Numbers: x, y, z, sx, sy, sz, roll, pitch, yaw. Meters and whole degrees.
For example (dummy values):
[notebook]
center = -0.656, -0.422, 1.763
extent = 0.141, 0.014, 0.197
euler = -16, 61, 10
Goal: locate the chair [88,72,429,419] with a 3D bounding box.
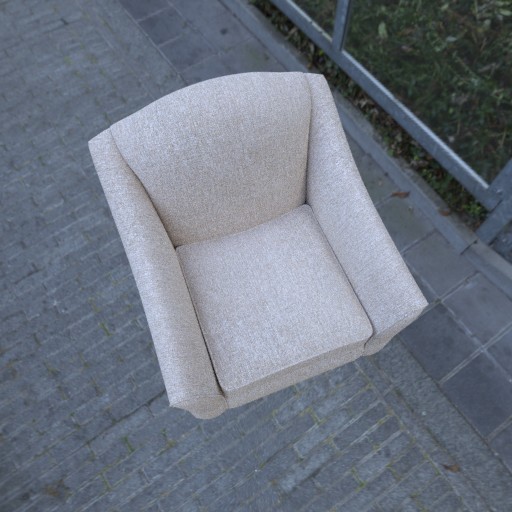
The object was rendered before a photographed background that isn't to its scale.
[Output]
[chair]
center = 0.000, 0.000, 1.449
extent = 0.763, 0.839, 0.787
euler = -19, 66, -9
